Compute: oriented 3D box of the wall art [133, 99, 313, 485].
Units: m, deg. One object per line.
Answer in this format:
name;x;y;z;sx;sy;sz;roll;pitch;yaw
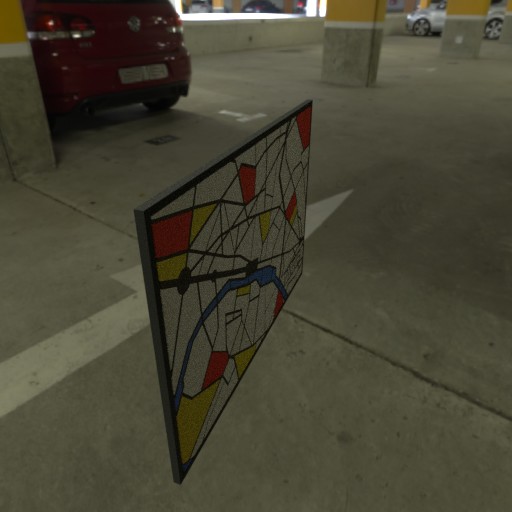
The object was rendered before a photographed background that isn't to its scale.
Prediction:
wall art;0.000;0.000;0.841;0.013;0.458;0.664;11;31;19
